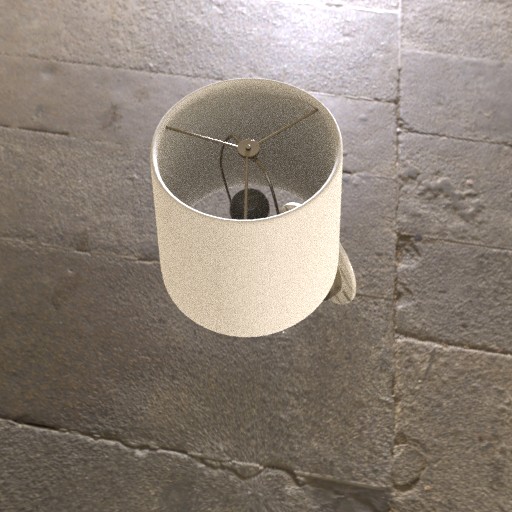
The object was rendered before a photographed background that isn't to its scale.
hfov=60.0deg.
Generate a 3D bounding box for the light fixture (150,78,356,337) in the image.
[{"bbox_3d":[0.000,0.000,0.446,0.188,0.337,0.168,-32,67,-16],"label":"light fixture"}]
